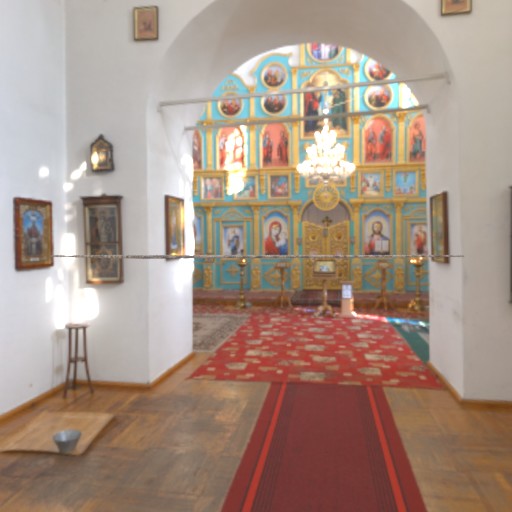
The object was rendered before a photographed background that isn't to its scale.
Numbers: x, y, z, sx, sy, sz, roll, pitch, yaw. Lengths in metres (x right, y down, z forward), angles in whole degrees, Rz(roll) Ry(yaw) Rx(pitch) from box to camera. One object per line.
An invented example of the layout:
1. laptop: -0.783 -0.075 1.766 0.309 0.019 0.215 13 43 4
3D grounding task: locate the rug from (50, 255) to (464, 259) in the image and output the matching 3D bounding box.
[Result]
1. rug: 0.000 0.000 2.996 2.261 0.013 1.676 0 0 -36
